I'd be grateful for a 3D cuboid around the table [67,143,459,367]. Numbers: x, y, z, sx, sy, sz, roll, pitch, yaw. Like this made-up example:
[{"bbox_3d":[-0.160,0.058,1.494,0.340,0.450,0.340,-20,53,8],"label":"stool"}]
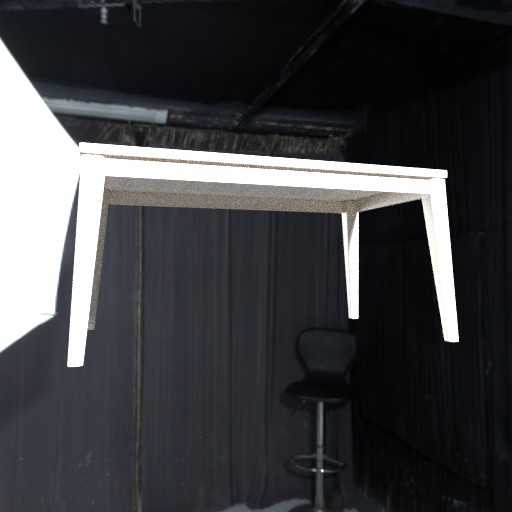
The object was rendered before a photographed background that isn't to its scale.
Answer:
[{"bbox_3d":[0.000,0.000,2.148,1.600,0.760,0.900,0,-1,-17],"label":"table"}]
